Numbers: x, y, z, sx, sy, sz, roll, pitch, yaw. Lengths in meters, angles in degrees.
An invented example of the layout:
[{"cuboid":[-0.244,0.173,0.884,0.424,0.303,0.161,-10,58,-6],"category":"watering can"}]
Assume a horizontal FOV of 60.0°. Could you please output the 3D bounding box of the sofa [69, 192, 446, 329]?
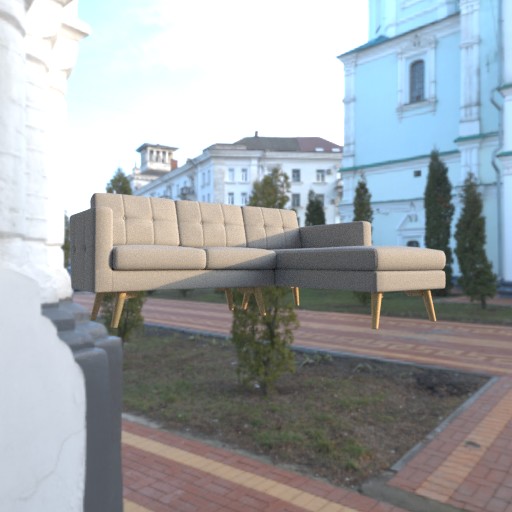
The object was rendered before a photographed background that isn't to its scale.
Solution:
[{"cuboid":[0.000,0.000,2.966,2.040,0.860,1.530,1,-1,-36],"category":"sofa"}]
